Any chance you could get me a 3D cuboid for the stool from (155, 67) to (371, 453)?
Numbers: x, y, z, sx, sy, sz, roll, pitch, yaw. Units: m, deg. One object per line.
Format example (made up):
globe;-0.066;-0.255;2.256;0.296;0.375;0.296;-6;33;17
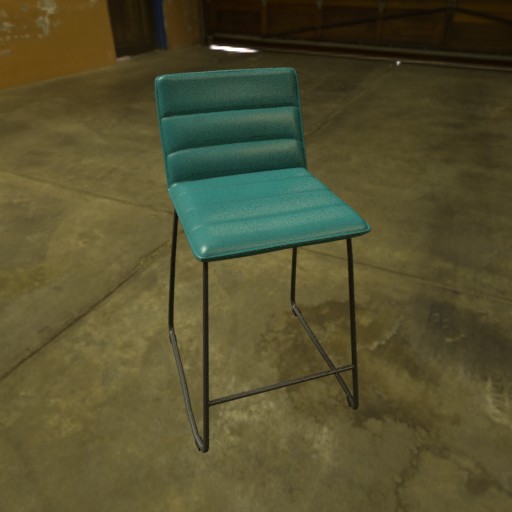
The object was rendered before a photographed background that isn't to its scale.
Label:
stool;0.000;0.000;1.201;0.489;0.866;0.524;-10;34;-15
